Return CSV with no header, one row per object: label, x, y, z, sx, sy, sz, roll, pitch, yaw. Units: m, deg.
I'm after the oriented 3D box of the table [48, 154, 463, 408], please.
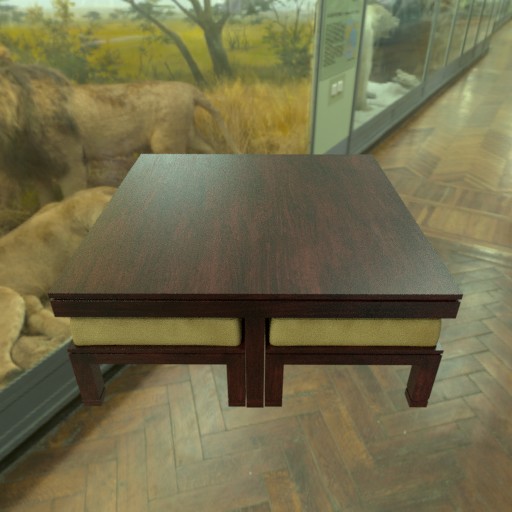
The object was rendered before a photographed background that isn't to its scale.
table,0.000,0.000,1.382,0.865,0.356,0.865,0,32,0
